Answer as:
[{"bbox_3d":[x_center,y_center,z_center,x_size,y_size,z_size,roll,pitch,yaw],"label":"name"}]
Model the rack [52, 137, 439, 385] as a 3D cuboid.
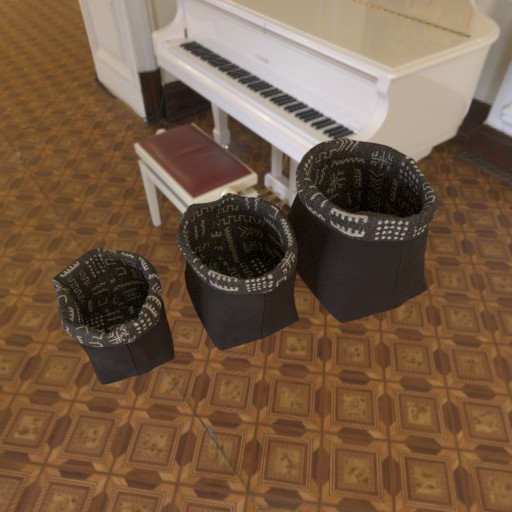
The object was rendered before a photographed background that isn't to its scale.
[{"bbox_3d":[0.000,0.000,1.075,0.905,0.323,0.379,-18,48,-17],"label":"rack"}]
